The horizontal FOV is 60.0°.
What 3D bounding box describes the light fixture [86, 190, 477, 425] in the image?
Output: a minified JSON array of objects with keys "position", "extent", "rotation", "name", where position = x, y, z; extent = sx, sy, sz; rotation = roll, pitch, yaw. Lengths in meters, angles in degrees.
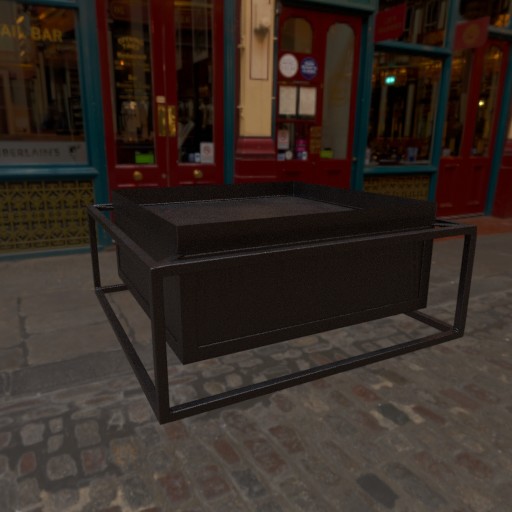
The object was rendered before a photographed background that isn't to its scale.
[{"position":[0.000,0.000,0.701],"extent":[0.441,0.191,0.441],"rotation":[-8,17,-26],"name":"light fixture"}]
